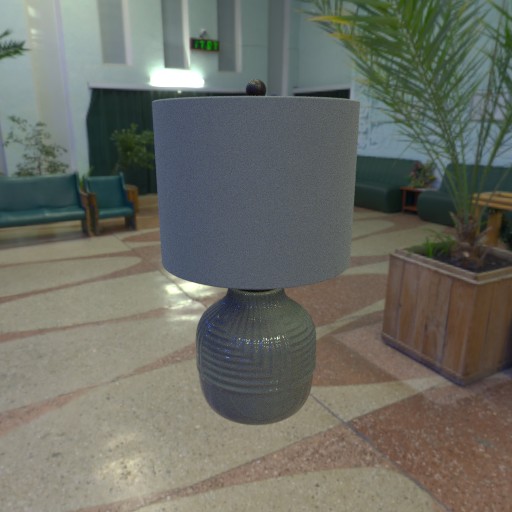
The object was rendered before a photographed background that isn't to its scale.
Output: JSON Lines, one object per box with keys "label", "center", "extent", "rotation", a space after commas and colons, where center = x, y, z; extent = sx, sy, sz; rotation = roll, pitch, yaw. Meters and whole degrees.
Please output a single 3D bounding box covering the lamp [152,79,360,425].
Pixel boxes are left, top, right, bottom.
{"label": "lamp", "center": [0.000, 0.000, 0.763], "extent": [0.318, 0.567, 0.318], "rotation": [0, 16, 0]}
